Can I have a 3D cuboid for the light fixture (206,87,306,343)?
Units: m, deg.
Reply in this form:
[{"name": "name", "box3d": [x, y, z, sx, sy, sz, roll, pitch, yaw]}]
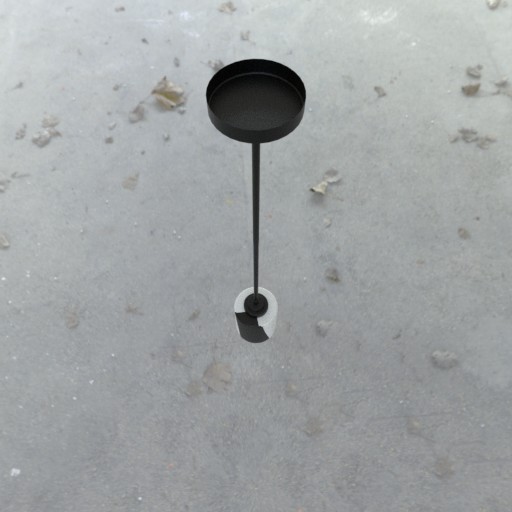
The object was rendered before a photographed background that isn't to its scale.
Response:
[{"name": "light fixture", "box3d": [0.000, 0.000, 0.926, 0.123, 0.863, 0.123, -3, 62, -2]}]
